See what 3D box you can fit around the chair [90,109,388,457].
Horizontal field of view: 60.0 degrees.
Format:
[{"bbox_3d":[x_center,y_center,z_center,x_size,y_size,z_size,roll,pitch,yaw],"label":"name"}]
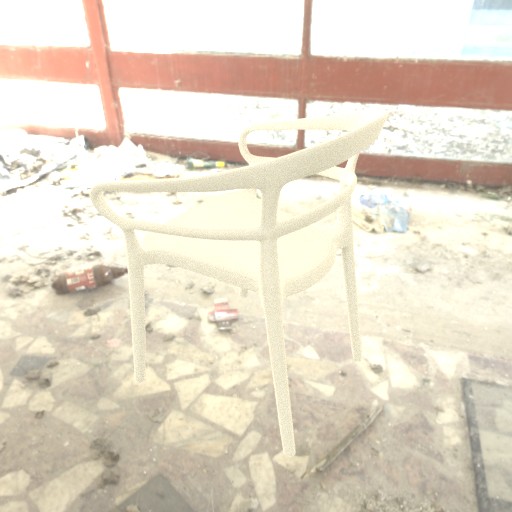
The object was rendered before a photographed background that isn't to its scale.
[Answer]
[{"bbox_3d":[0.000,0.000,1.132,0.527,0.761,0.559,21,37,30],"label":"chair"}]
